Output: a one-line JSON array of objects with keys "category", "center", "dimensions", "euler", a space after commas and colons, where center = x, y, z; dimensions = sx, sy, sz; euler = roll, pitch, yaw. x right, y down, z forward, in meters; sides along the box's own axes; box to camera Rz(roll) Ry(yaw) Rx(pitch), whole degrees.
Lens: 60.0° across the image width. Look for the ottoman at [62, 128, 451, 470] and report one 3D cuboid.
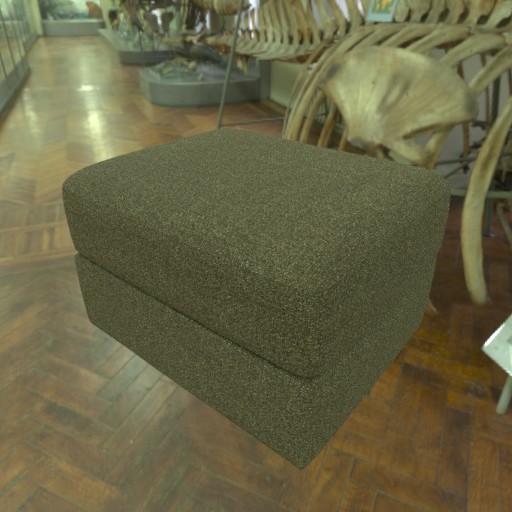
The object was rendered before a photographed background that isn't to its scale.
[{"category": "ottoman", "center": [0.000, 0.000, 1.103], "dimensions": [0.742, 0.476, 0.598], "euler": [22, 37, 33]}]
